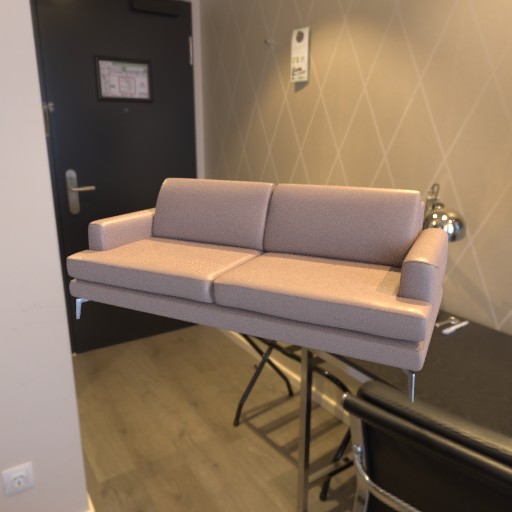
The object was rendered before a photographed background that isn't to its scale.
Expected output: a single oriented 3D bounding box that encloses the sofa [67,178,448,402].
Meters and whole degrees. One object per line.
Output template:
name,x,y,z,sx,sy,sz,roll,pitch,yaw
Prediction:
sofa,0.000,0.000,2.486,1.940,0.765,0.974,7,17,26
